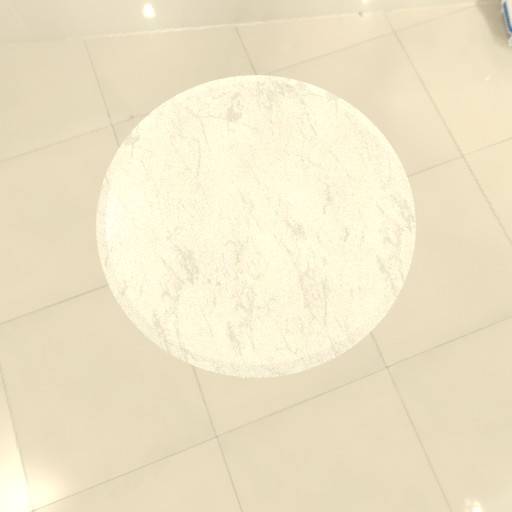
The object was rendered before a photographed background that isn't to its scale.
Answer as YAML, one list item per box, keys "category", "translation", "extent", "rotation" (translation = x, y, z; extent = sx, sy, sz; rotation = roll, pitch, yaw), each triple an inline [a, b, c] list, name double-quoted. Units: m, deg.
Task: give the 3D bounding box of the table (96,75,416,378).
- category: "table"
  translation: [0.000, 0.000, 0.776]
  extent: [0.407, 0.447, 0.407]
  rotation: [0, 75, 0]
